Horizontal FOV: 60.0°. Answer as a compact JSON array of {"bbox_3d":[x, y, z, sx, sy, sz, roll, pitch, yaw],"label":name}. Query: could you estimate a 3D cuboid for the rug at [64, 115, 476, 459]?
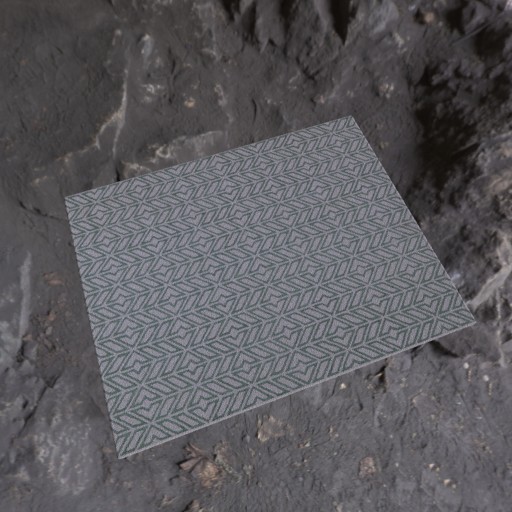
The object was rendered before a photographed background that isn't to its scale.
[{"bbox_3d":[0.000,0.000,3.988,3.050,0.017,2.441,-18,65,-9],"label":"rug"}]
